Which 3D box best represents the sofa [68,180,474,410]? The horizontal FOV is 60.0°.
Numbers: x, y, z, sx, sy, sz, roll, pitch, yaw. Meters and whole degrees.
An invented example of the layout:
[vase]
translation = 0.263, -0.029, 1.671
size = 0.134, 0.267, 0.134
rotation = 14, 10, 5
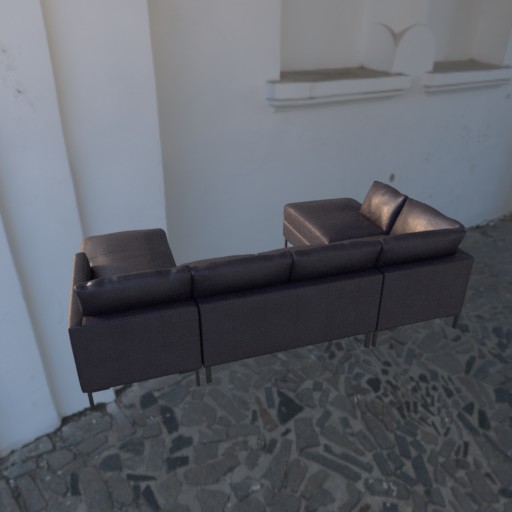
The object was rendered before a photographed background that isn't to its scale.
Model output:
[sofa]
translation = 0.000, 0.000, 3.875
size = 2.956, 0.900, 1.939
rotation = -8, 27, -16
